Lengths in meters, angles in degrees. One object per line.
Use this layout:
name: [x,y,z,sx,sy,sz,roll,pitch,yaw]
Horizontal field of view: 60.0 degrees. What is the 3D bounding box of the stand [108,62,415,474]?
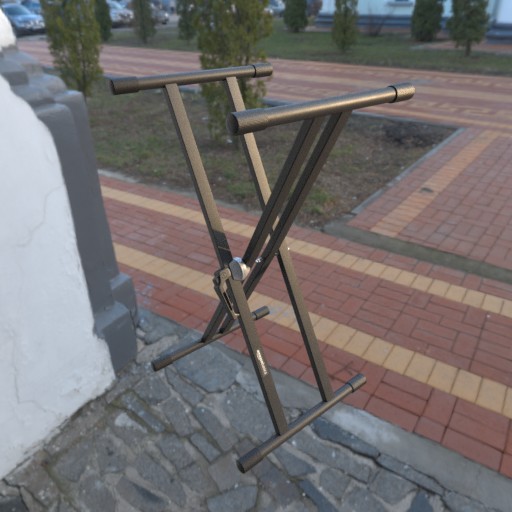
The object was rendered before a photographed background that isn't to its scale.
stand: [0.000,0.000,1.211,0.495,0.900,0.503,-22,37,-33]
